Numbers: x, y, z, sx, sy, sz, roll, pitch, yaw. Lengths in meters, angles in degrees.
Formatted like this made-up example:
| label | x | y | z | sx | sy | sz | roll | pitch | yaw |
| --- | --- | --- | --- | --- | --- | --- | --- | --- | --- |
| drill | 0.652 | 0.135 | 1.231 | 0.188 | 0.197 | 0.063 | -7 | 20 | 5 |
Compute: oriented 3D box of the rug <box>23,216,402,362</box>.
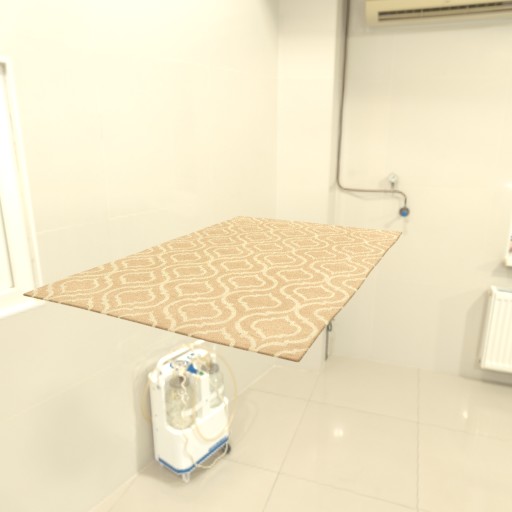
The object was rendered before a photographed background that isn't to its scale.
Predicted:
| label | x | y | z | sx | sy | sz | roll | pitch | yaw |
| --- | --- | --- | --- | --- | --- | --- | --- | --- | --- |
| rug | 0.000 | 0.000 | 2.216 | 1.152 | 0.013 | 1.761 | 8 | 18 | 25 |
